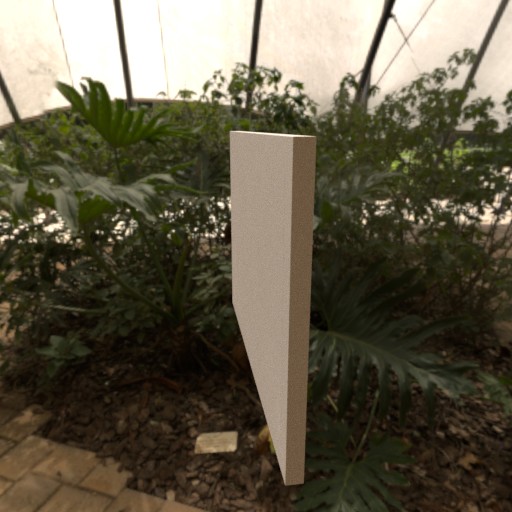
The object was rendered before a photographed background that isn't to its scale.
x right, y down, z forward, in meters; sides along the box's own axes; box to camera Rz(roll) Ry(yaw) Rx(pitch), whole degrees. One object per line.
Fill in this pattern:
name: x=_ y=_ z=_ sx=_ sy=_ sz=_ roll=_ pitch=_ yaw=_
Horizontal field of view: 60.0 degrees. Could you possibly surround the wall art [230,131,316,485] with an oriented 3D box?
wall art: x=0.000 y=0.000 z=1.683 sx=0.051 sy=0.902 sz=1.308 roll=-3 pitch=16 yaw=-9
